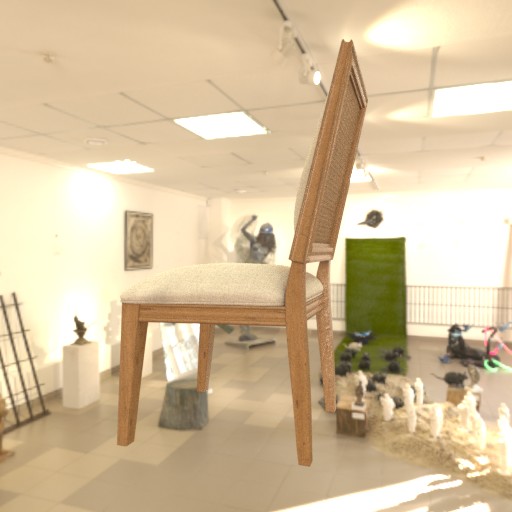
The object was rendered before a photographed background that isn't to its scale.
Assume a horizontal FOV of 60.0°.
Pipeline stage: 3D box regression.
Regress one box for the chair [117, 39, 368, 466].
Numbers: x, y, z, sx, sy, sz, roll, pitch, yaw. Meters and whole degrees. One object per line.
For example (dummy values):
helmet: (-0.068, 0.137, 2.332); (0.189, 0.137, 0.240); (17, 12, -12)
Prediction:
chair: (0.000, 0.000, 1.294); (0.601, 0.988, 0.536); (0, 1, 19)
